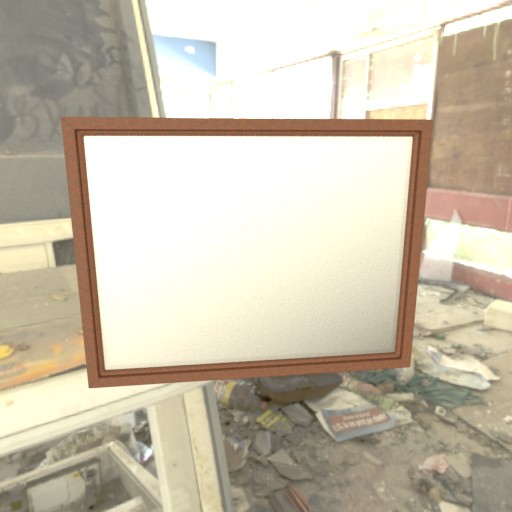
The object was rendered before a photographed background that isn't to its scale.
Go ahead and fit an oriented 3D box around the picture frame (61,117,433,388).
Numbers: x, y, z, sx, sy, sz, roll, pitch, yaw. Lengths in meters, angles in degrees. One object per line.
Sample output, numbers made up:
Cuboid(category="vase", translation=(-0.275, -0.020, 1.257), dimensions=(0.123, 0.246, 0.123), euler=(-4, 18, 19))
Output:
Cuboid(category="picture frame", translation=(0.000, 0.000, 1.715), dimensions=(1.329, 1.018, 0.045), euler=(-2, 14, -7))
